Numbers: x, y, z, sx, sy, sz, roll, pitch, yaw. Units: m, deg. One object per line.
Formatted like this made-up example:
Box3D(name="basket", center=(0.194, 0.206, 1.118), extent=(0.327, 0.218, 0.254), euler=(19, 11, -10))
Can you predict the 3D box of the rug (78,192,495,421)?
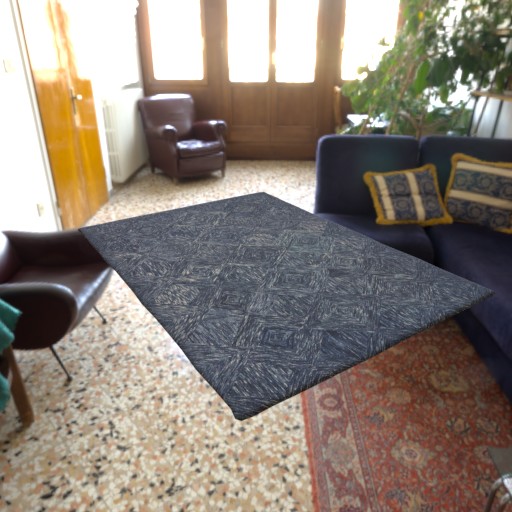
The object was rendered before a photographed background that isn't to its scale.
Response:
Box3D(name="rug", center=(0.000, 0.000, 4.071), extent=(2.385, 0.024, 3.245), euler=(-16, 30, -30))
